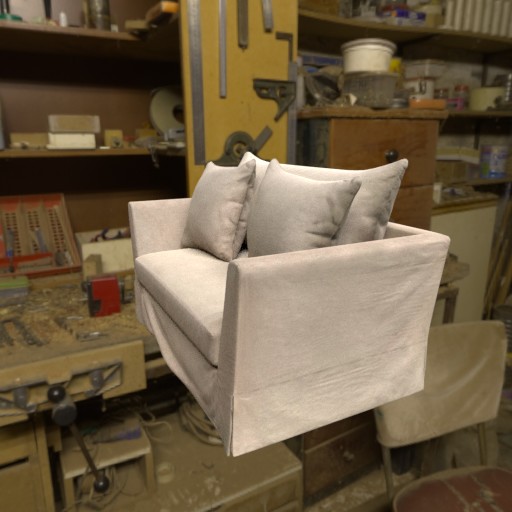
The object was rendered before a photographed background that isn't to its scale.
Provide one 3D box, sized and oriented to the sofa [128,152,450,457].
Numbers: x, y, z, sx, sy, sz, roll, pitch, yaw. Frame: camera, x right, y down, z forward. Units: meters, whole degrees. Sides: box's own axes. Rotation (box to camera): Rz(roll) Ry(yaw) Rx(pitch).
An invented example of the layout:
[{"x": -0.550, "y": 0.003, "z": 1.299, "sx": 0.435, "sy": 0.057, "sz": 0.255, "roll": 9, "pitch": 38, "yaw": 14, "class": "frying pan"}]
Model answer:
[{"x": 0.000, "y": 0.000, "z": 2.331, "sx": 1.035, "sy": 1.040, "sz": 1.608, "roll": -8, "pitch": 17, "yaw": -27, "class": "sofa"}]
